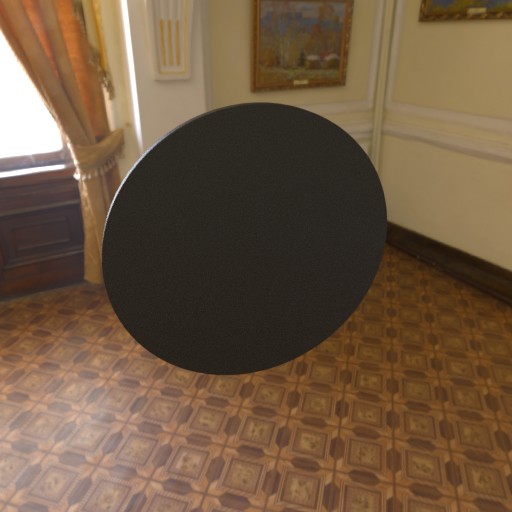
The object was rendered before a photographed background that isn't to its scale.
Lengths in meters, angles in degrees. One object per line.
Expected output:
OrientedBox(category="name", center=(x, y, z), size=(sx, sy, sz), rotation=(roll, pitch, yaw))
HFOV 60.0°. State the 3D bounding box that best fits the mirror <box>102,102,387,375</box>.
OrientedBox(category="mirror", center=(0.000, 0.000, 1.638), size=(1.077, 1.077, 0.036), rotation=(-8, 28, -15))
